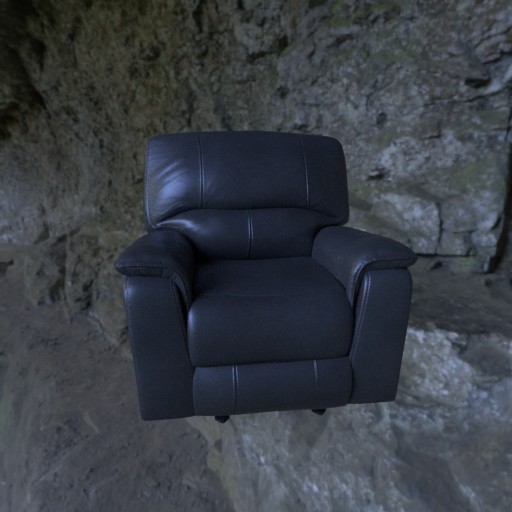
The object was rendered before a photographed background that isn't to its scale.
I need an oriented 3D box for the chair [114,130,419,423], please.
[{"bbox_3d":[0.000,0.000,2.001,1.096,1.109,1.087,-2,15,-7],"label":"chair"}]
